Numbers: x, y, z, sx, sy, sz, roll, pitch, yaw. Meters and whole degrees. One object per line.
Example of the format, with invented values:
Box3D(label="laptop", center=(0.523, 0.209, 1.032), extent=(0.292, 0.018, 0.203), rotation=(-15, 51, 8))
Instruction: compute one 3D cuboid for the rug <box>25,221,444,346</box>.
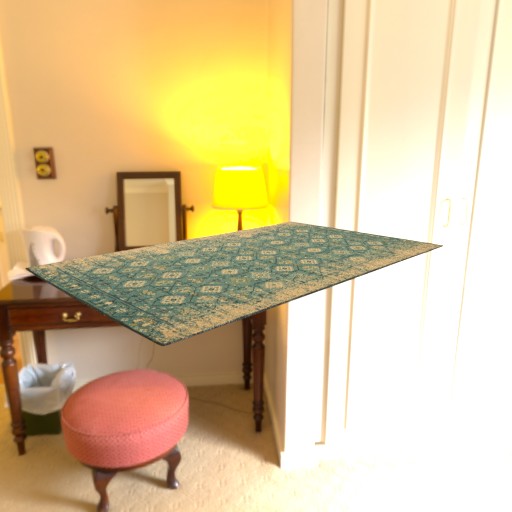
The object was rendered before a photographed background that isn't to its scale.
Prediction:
Box3D(label="rug", center=(0.000, 0.000, 2.178), extent=(1.795, 0.008, 1.102), rotation=(-13, 19, -43))
